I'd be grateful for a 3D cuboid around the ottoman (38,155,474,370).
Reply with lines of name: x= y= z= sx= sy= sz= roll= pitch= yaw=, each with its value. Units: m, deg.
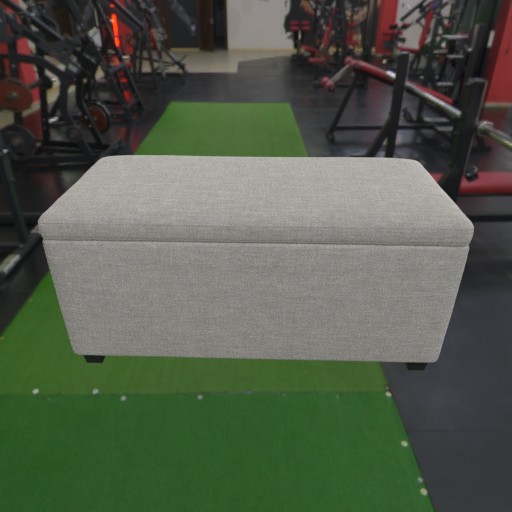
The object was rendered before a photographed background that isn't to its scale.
ottoman: x=0.000 y=0.000 z=1.147 sx=0.902 sy=0.432 sz=0.419 roll=1 pitch=31 yaw=2
